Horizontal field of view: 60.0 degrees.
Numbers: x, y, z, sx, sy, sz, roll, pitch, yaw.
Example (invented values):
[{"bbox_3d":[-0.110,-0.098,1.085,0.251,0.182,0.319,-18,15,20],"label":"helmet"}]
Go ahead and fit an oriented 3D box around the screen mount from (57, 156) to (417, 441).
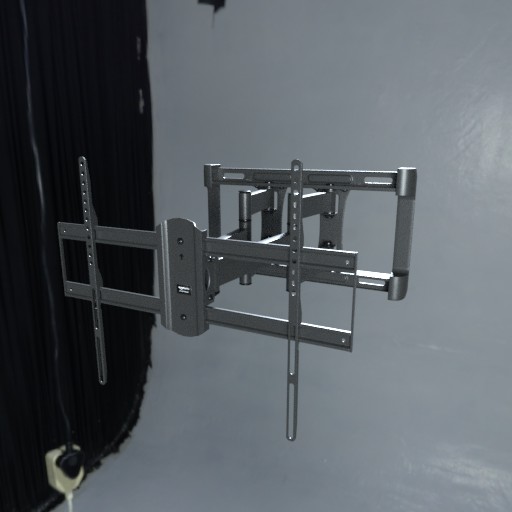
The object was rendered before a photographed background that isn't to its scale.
[{"bbox_3d":[0.000,0.000,1.104,0.661,0.491,0.644,7,15,25],"label":"screen mount"}]
